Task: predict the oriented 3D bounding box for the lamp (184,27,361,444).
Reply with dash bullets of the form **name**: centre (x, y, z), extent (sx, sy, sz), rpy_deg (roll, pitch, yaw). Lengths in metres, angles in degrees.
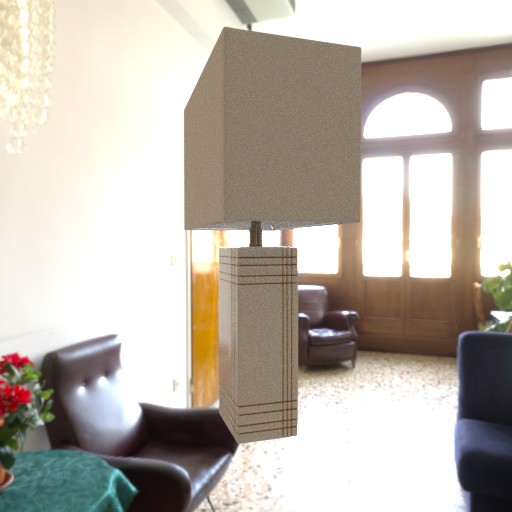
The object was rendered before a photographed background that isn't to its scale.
- **lamp**: centre (0.000, 0.000, 0.706), extent (0.182, 0.543, 0.334), rpy_deg (0, 1, -17)
